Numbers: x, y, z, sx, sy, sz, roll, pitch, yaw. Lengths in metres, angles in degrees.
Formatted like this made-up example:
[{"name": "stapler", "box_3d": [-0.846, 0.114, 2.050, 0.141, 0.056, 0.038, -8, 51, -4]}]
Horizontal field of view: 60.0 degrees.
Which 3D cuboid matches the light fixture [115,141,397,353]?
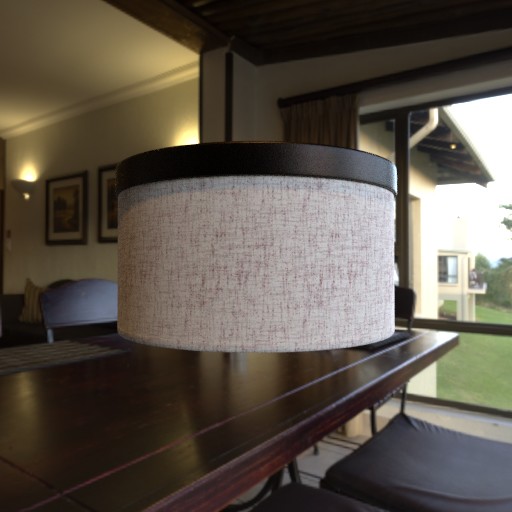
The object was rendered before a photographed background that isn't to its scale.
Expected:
[{"name": "light fixture", "box_3d": [0.000, 0.000, 0.642, 0.389, 0.229, 0.389, 0, -1, 0]}]
